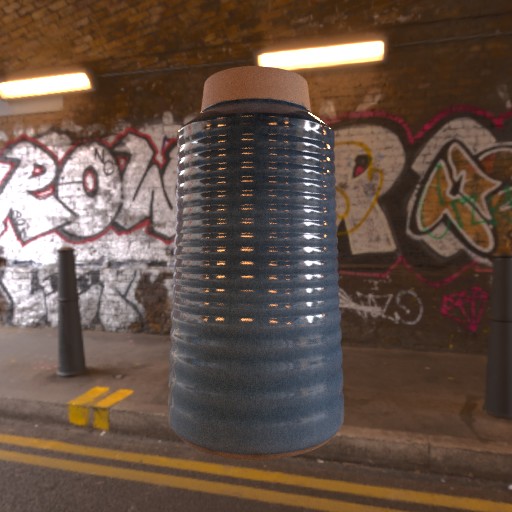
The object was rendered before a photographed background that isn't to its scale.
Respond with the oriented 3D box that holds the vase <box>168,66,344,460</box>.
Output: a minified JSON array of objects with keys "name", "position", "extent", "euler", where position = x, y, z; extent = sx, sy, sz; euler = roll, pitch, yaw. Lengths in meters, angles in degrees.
[{"name":"vase","position":[0.000,0.000,0.416],"extent":[0.163,0.316,0.163],"euler":[0,1,0]}]
